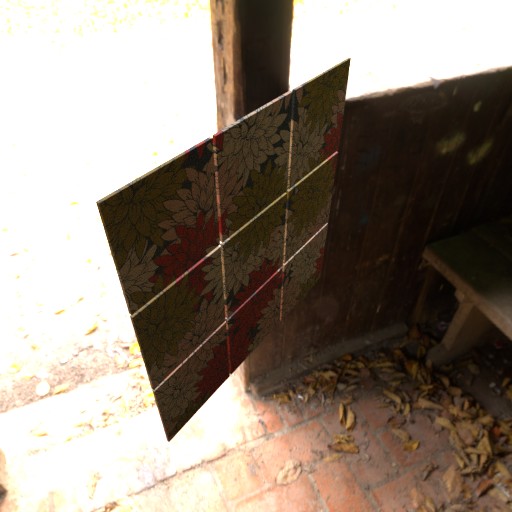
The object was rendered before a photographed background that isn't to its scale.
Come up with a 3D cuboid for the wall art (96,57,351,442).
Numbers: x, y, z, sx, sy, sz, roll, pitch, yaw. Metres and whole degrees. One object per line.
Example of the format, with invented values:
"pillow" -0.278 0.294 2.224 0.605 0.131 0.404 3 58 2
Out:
"wall art" 0.000 0.000 1.786 0.013 1.218 1.206 27 49 26
